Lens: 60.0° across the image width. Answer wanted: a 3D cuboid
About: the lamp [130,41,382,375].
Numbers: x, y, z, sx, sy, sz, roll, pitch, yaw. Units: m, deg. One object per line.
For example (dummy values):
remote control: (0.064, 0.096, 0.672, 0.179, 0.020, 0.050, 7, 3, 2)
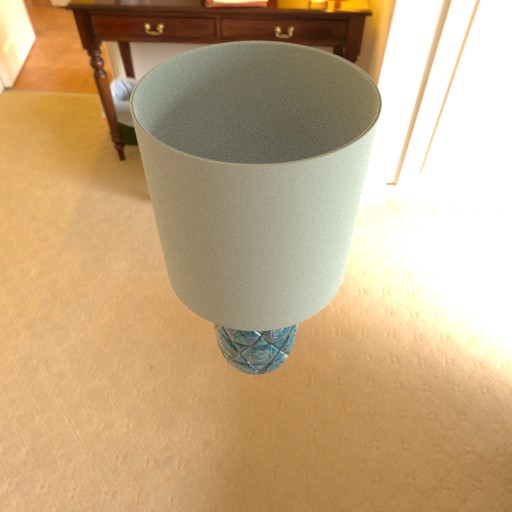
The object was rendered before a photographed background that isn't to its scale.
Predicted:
lamp: (0.000, 0.000, 0.483, 0.193, 0.377, 0.193, -25, 52, -22)
